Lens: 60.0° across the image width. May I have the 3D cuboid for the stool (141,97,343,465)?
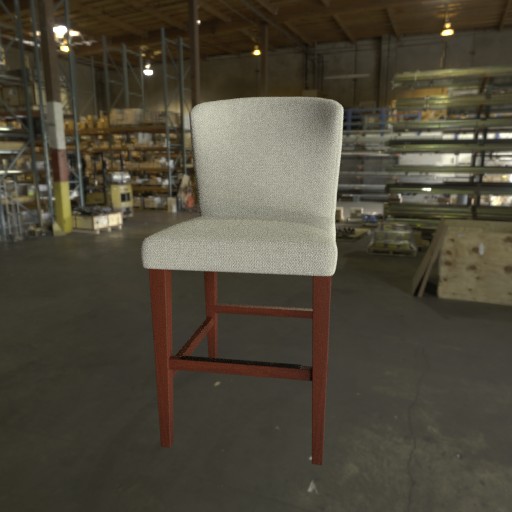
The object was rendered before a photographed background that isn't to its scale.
[{"bbox_3d":[0.000,0.000,1.314,0.481,0.969,0.568,2,12,10],"label":"stool"}]
